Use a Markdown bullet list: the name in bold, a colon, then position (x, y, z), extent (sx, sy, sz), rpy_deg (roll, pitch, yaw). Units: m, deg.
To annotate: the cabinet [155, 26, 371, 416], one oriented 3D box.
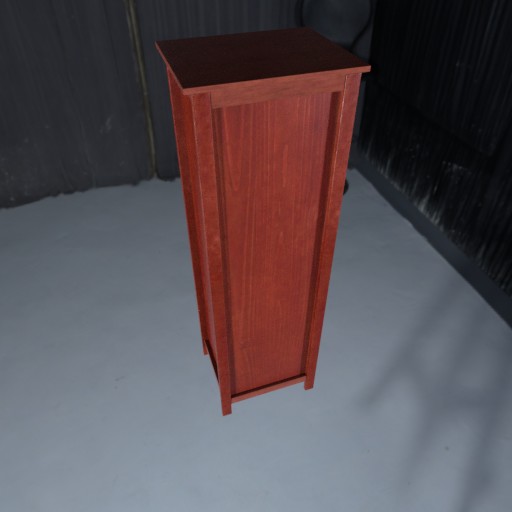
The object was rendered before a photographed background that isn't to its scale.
- **cabinet**: position (0.000, 0.000, 1.743), extent (0.500, 1.518, 0.401), rpy_deg (-13, 43, -14)
